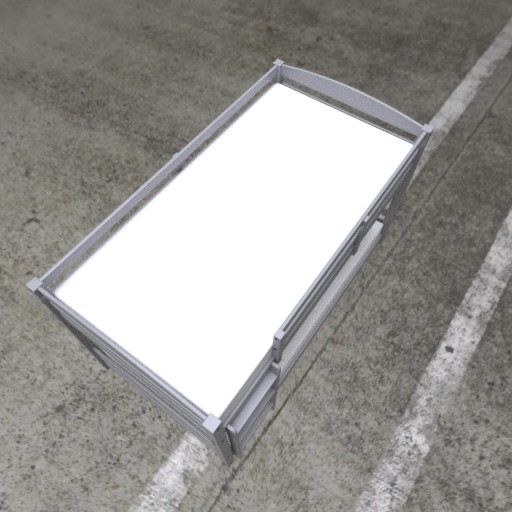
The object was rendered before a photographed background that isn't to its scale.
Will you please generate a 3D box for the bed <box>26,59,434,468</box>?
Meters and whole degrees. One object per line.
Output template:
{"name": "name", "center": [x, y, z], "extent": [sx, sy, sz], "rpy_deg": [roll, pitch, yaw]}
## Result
{"name": "bed", "center": [0.000, 0.000, 2.720], "extent": [1.105, 1.206, 2.013], "rpy_deg": [31, 64, 18]}
